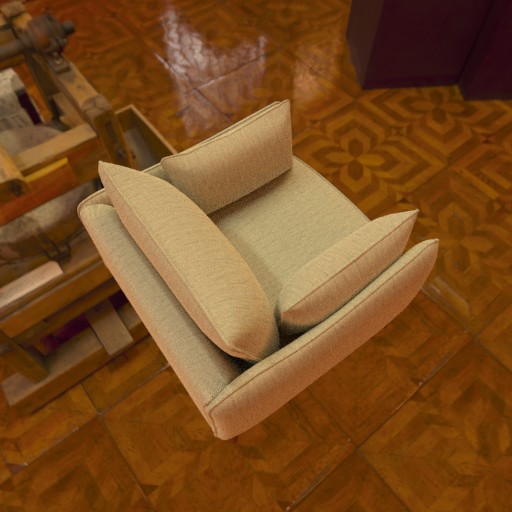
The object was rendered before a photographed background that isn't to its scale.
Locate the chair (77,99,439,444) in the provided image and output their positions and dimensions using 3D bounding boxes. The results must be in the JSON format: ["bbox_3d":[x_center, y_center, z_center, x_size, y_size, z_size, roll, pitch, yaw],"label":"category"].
[{"bbox_3d":[0.000,0.000,1.756,0.991,0.855,0.994,-32,63,-18],"label":"chair"}]
